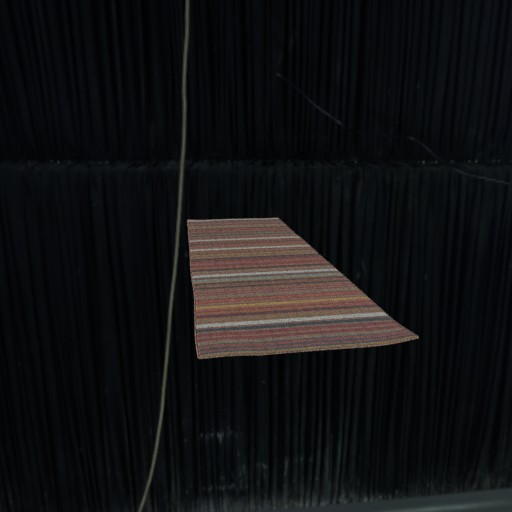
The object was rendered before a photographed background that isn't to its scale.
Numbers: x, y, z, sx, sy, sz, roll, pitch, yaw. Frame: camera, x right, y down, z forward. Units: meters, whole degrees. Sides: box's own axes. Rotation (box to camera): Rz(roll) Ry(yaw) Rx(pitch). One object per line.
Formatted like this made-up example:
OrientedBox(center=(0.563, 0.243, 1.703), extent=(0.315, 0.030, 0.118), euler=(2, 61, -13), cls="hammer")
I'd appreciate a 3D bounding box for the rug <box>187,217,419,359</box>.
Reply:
OrientedBox(center=(0.000, 0.000, 2.695), extent=(0.799, 0.030, 2.444), euler=(-3, 16, -9), cls="rug")
